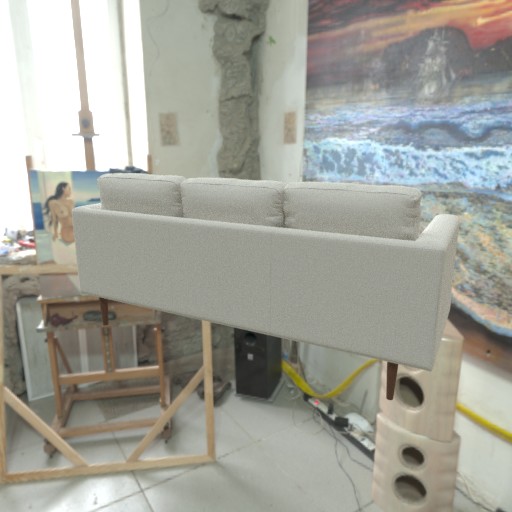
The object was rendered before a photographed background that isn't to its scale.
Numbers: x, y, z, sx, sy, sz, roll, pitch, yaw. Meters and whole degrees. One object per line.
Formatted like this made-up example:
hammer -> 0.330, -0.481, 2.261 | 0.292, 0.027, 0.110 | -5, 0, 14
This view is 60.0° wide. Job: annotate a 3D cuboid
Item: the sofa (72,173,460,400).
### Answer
sofa -> 0.000, 0.000, 2.515 | 2.029, 0.912, 0.802 | 8, 17, 27
